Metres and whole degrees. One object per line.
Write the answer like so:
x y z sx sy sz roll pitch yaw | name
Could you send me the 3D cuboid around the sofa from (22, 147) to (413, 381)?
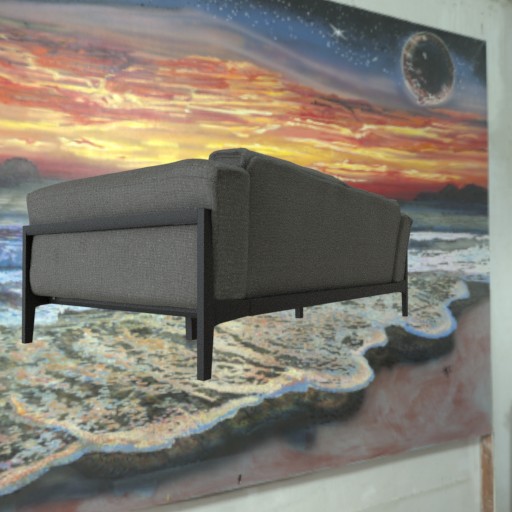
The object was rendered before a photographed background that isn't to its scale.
0.000 0.000 2.050 0.960 0.656 1.690 -1 -1 36 | sofa
